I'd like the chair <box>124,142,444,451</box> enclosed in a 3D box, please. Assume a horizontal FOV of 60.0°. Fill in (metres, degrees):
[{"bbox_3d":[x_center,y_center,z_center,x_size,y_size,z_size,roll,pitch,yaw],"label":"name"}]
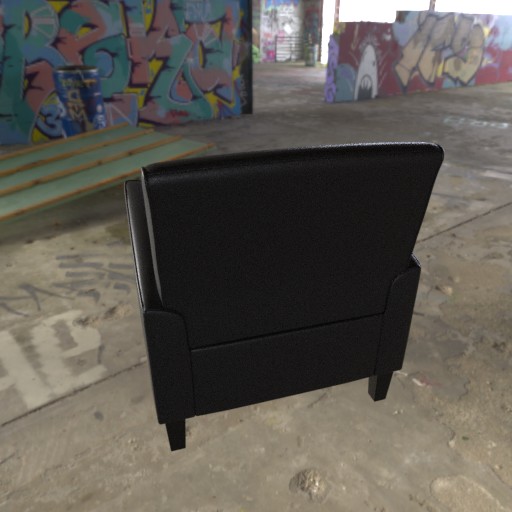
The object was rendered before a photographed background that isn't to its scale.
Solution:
[{"bbox_3d":[0.000,0.000,1.539,0.820,0.916,0.819,-8,28,-15],"label":"chair"}]
